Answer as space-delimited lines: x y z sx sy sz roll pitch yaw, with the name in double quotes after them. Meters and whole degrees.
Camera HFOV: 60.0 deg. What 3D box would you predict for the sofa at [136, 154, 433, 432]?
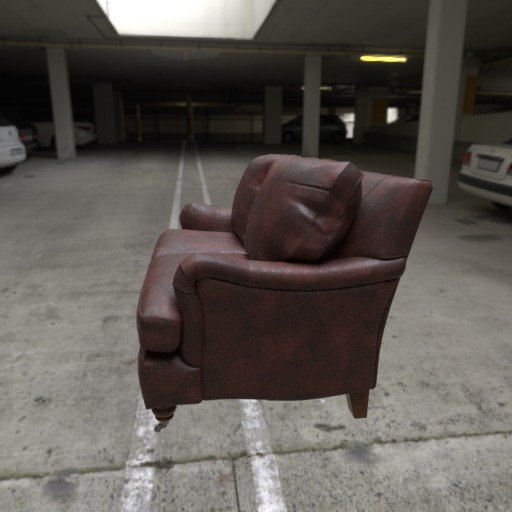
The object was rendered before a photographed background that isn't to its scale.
0.000 0.000 2.409 1.148 1.070 1.628 -2 14 -8 "sofa"
